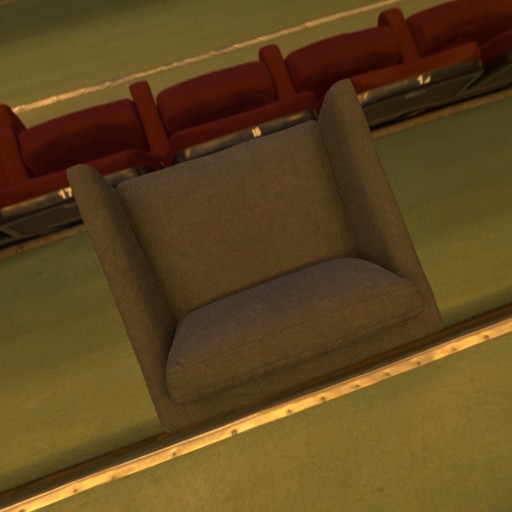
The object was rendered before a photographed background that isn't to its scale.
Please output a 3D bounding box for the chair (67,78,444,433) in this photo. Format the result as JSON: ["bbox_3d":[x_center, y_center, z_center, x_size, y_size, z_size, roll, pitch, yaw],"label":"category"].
[{"bbox_3d":[0.000,0.000,1.868,1.190,0.845,1.091,-19,77,-5],"label":"chair"}]
